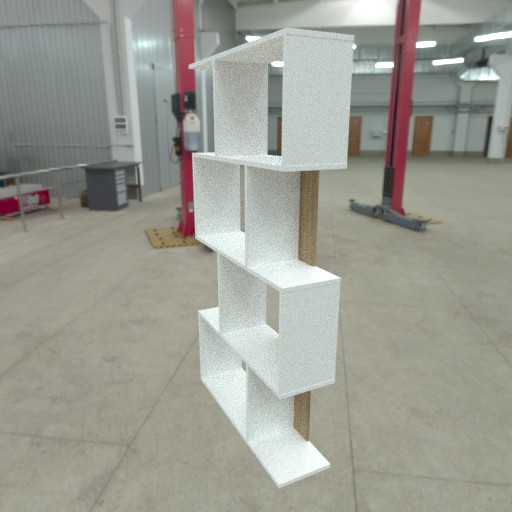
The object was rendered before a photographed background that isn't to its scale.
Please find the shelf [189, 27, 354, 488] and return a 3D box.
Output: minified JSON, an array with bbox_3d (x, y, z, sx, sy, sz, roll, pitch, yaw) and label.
[{"bbox_3d":[0.000,0.000,1.959,0.250,1.650,0.890,-8,18,-26],"label":"shelf"}]
